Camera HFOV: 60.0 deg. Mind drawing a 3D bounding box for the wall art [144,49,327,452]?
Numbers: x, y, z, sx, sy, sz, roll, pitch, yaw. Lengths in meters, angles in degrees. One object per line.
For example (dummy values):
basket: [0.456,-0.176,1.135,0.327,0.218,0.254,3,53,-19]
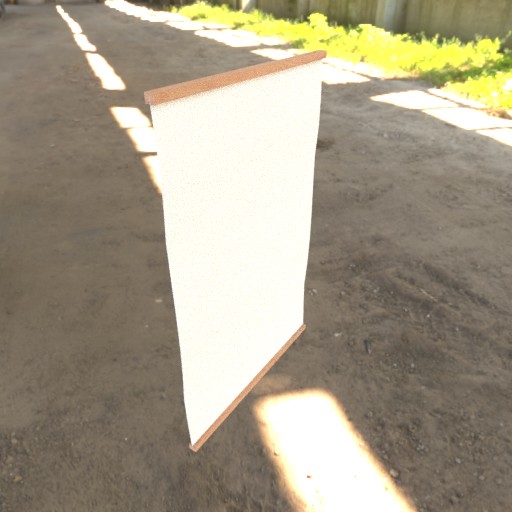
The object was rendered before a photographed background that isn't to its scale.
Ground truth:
wall art: [0.000,0.000,0.639,0.012,0.508,0.332,20,37,29]
